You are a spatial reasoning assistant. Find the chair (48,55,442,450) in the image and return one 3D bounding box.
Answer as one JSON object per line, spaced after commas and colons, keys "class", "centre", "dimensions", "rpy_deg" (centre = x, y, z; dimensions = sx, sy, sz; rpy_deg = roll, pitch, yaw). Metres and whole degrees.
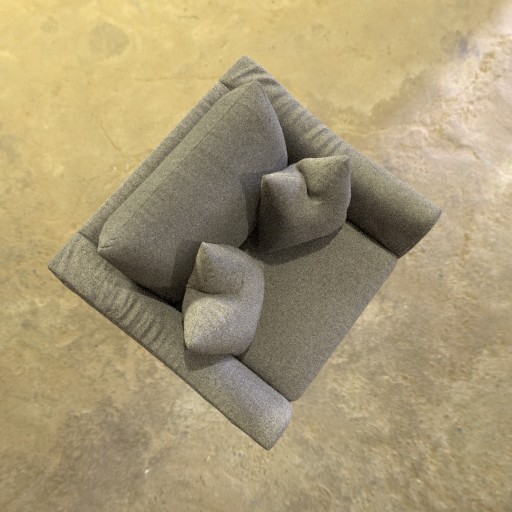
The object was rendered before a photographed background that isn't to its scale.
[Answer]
{"class": "chair", "centre": [0.000, 0.000, 1.996], "dimensions": [1.071, 1.059, 1.194], "rpy_deg": [37, 78, 9]}
